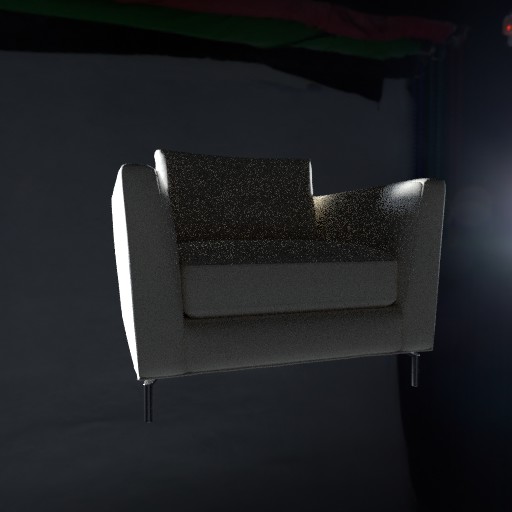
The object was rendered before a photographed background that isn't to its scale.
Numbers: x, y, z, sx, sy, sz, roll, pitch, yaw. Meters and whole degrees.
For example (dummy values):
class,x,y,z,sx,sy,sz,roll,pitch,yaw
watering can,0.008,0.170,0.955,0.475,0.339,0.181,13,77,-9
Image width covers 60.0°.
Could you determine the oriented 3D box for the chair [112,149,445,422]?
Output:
class,x,y,z,sx,sy,sz,roll,pitch,yaw
chair,0.000,0.000,1.709,1.041,0.865,0.889,-1,3,-19
